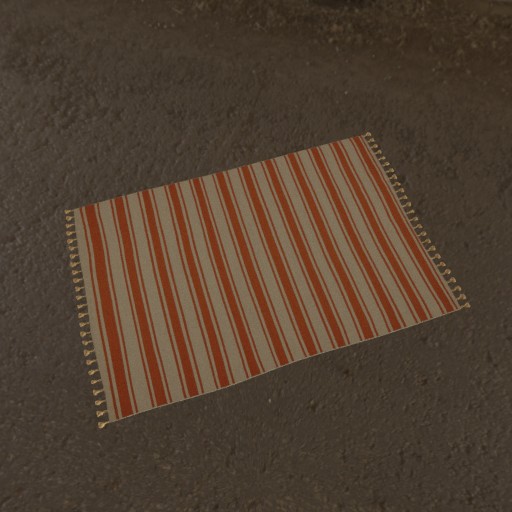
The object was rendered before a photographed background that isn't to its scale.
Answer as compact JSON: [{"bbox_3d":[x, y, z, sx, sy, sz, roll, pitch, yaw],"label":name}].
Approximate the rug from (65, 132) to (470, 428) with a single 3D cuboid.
[{"bbox_3d":[0.000,0.000,3.033,2.433,0.022,1.556,-16,64,-8],"label":"rug"}]
